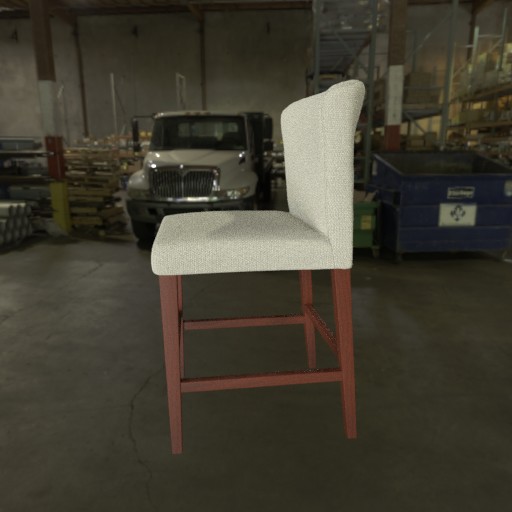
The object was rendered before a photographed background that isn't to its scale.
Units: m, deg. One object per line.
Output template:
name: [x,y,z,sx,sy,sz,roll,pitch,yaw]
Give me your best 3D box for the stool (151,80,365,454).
stool: [0.000,0.000,1.312,0.568,0.969,0.481,-2,14,-8]
